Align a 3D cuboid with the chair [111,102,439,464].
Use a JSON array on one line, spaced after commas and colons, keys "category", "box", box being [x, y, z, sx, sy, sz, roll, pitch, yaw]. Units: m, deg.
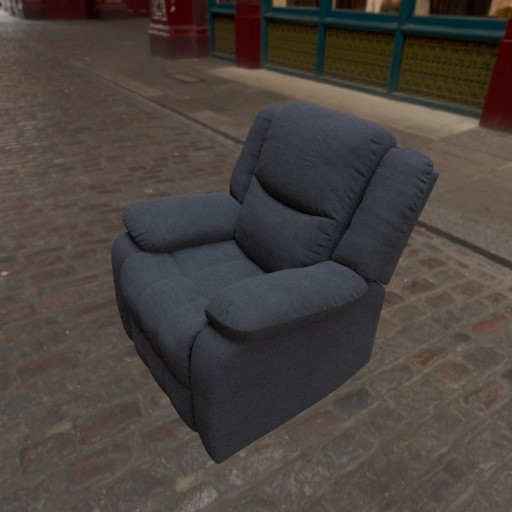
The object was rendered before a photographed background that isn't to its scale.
[{"category": "chair", "box": [0.000, 0.000, 1.701, 0.944, 1.008, 0.899, -21, 38, -29]}]
